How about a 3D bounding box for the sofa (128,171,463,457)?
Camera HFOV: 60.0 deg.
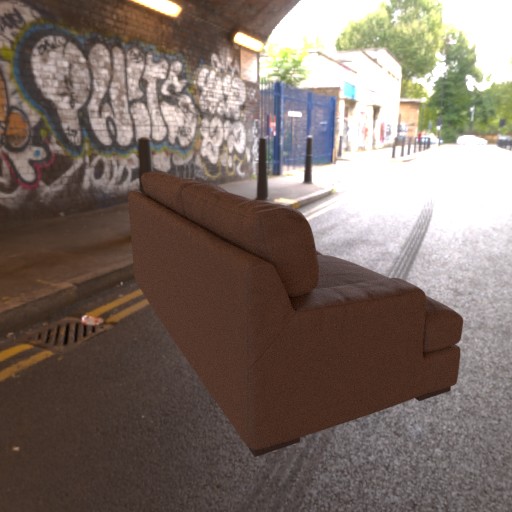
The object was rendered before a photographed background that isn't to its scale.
[{"bbox_3d":[0.000,0.000,2.759,1.140,0.950,2.274,-7,17,-25],"label":"sofa"}]
